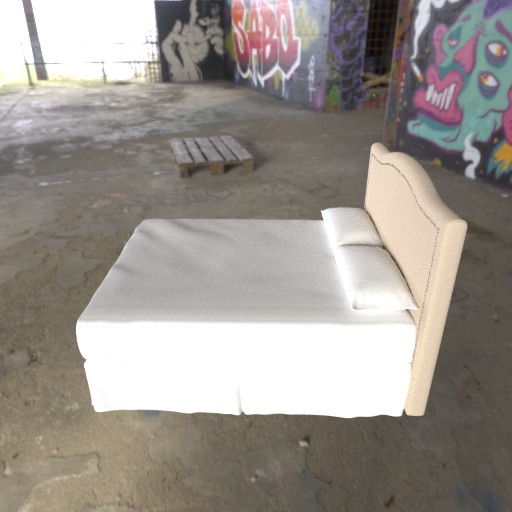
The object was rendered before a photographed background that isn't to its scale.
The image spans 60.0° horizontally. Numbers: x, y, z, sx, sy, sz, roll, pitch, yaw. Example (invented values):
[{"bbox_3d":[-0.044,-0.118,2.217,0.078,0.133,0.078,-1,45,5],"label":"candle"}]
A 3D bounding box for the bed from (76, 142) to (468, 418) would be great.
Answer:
[{"bbox_3d":[0.000,0.000,3.243,2.143,1.460,1.753,1,27,1],"label":"bed"}]
